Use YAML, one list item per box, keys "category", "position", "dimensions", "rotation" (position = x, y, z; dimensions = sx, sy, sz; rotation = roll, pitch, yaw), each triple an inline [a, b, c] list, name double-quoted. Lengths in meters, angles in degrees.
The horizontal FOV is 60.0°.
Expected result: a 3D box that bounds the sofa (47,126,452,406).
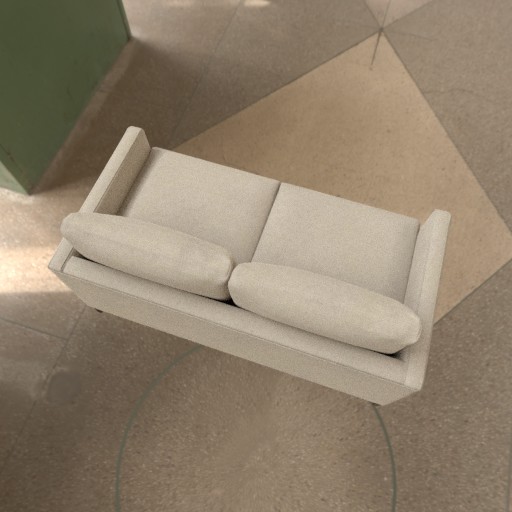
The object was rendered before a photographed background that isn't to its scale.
- category: "sofa"
  position: [0.000, 0.000, 2.185]
  dimensions: [1.682, 0.840, 0.875]
  rotation: [17, 66, 8]
